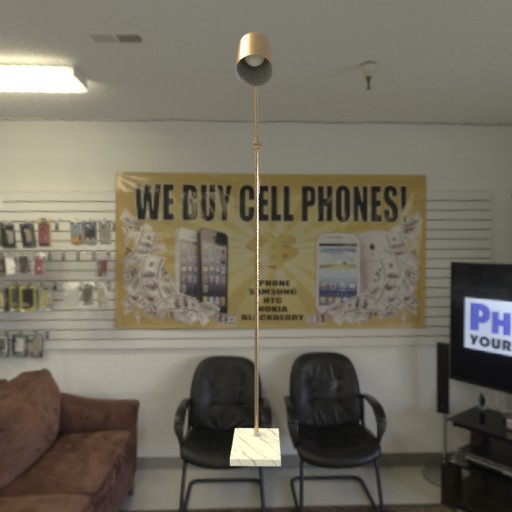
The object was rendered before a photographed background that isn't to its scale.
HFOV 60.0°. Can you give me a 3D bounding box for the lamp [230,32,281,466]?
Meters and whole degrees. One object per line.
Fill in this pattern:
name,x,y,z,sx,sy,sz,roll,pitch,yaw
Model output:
lamp,0.000,0.000,1.783,0.194,1.594,0.653,0,1,1
